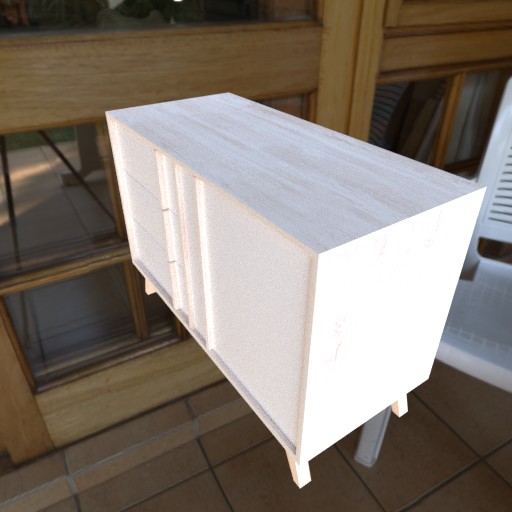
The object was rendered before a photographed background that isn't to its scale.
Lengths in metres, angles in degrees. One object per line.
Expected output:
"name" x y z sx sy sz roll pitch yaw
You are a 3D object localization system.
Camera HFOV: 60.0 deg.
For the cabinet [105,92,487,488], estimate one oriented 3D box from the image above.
"cabinet" 0.000 0.000 1.476 0.500 0.780 1.110 -20 38 -28
